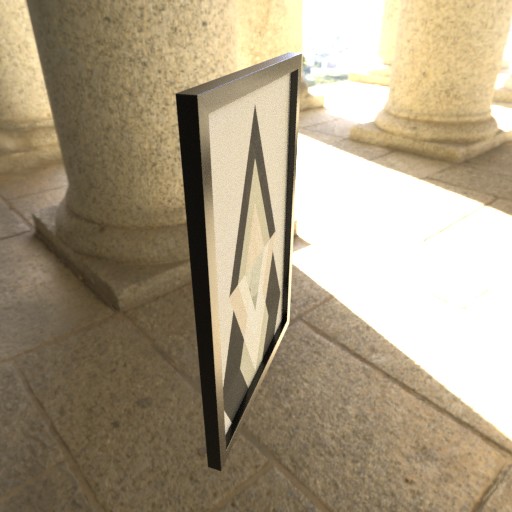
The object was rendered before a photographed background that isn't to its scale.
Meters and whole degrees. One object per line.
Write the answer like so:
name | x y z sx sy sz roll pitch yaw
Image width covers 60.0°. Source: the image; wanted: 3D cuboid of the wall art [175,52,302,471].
wall art | 0.000 0.000 0.577 0.019 0.455 0.314 10 32 17
